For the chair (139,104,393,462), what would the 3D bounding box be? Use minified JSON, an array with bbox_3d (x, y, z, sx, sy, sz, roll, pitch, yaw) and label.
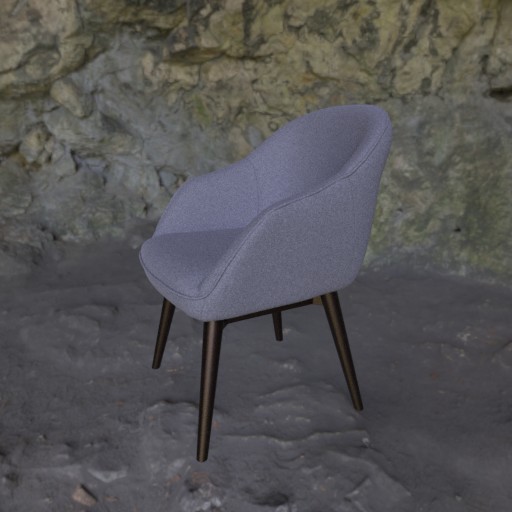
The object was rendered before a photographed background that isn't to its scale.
[{"bbox_3d":[0.000,0.000,1.235,0.611,0.810,0.589,-7,17,-24],"label":"chair"}]
